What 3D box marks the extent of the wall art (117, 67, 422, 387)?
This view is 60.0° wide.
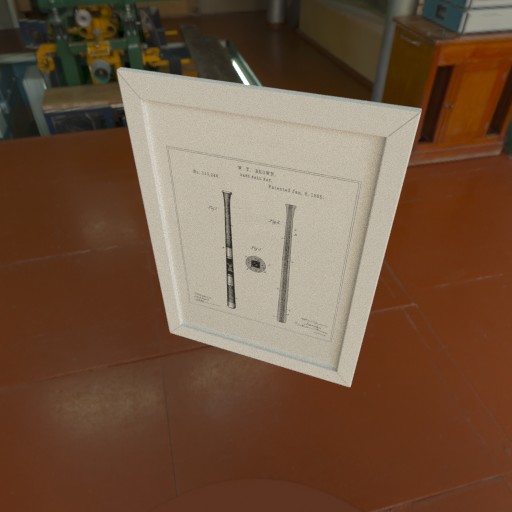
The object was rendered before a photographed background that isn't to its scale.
[{"bbox_3d":[0.000,0.000,0.695,0.374,0.529,0.012,13,43,15],"label":"wall art"}]
